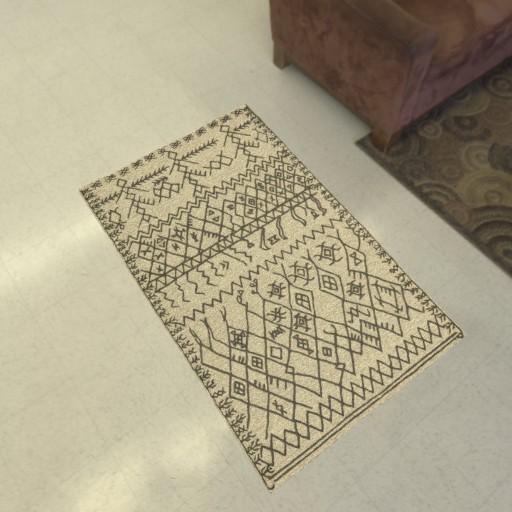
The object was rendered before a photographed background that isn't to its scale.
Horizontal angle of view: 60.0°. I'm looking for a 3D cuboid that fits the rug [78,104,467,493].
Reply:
[{"bbox_3d":[0.000,0.000,3.040,1.530,0.012,2.444,-32,67,-16],"label":"rug"}]
